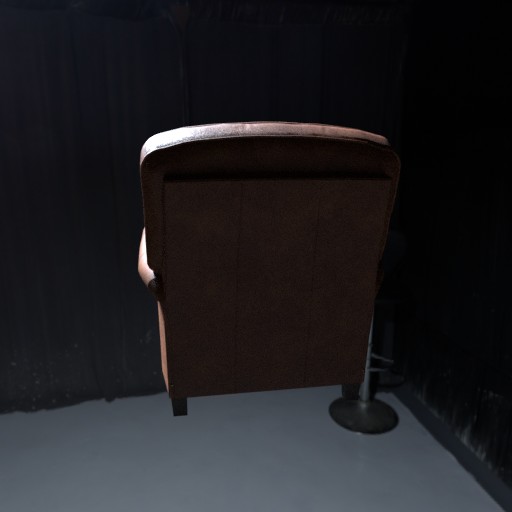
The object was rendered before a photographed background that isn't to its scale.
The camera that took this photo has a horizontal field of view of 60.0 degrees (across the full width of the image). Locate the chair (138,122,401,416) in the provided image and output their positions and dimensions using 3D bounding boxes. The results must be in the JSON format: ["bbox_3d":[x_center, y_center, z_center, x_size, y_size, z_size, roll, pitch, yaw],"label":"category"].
[{"bbox_3d":[0.000,0.000,1.823,0.936,1.018,0.986,-2,13,-9],"label":"chair"}]
